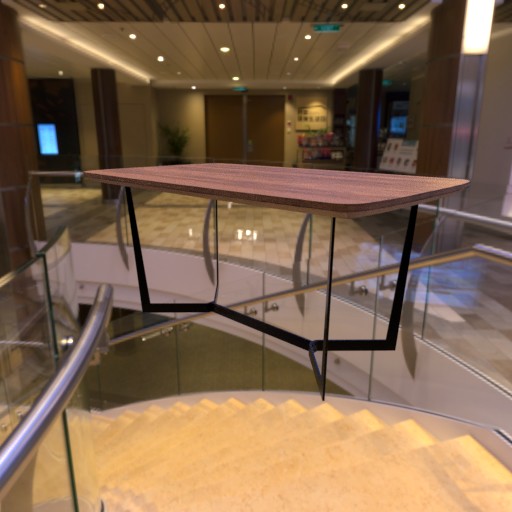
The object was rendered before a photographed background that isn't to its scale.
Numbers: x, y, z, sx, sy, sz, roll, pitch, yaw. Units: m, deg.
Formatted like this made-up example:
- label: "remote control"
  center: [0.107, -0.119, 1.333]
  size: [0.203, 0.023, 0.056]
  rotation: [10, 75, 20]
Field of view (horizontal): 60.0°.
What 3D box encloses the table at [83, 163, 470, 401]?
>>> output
- label: "table"
  center: [0.000, 0.000, 2.128]
  size: [1.643, 0.765, 0.949]
  rotation: [14, 21, 42]
